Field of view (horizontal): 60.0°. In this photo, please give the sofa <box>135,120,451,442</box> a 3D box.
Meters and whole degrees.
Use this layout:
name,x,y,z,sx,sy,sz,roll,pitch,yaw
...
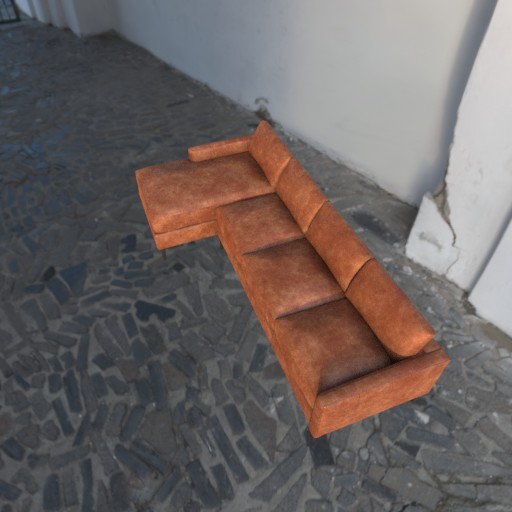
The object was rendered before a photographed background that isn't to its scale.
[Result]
name,x,y,z,sx,sy,sz,roll,pitch,yaw
sofa,0.000,0.000,3.704,1.471,0.859,2.993,-16,48,-15
